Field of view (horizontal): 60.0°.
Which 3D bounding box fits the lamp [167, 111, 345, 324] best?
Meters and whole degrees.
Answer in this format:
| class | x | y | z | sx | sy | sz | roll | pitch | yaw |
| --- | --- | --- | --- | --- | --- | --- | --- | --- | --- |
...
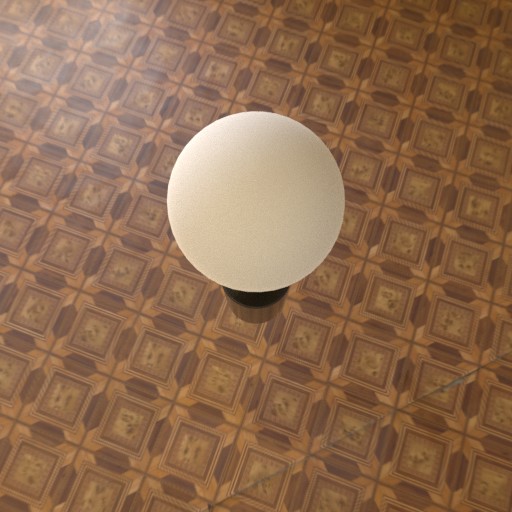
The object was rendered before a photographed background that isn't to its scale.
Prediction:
| class | x | y | z | sx | sy | sz | roll | pitch | yaw |
| --- | --- | --- | --- | --- | --- | --- | --- | --- | --- |
| lamp | 0.000 | 0.000 | 0.545 | 0.153 | 0.480 | 0.153 | 0 | 74 | 0 |
